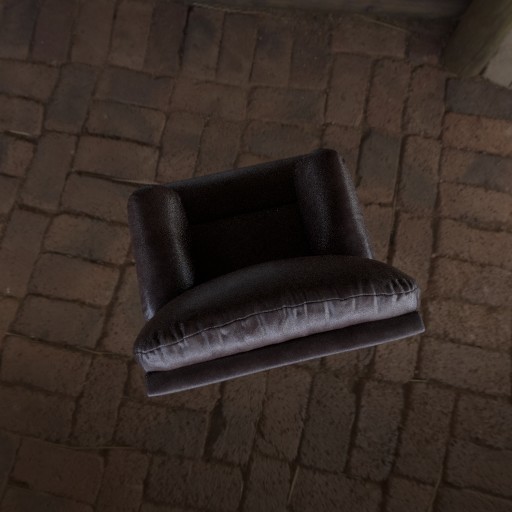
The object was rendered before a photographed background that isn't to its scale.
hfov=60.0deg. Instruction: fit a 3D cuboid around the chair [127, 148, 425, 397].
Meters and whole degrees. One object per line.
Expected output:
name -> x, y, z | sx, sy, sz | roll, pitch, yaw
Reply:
chair -> 0.000, 0.000, 1.740 | 0.940, 1.041, 0.879 | -12, 75, -3
